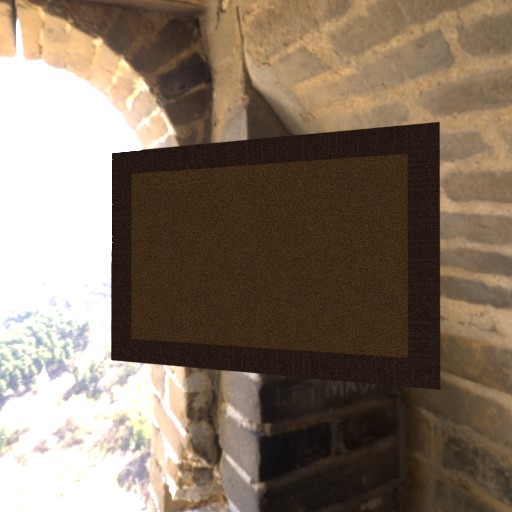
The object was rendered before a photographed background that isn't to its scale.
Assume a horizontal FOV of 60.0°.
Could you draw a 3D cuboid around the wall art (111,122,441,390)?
[{"bbox_3d":[0.000,0.000,1.194,0.917,0.626,0.019,0,0,19],"label":"wall art"}]
